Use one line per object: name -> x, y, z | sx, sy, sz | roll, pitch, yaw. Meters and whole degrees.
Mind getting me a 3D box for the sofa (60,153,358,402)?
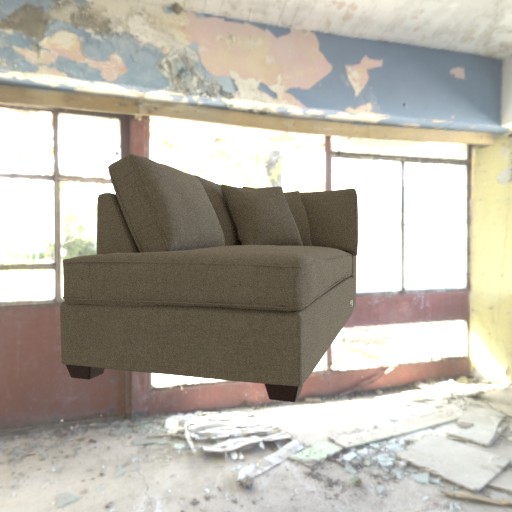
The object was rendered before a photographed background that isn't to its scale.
sofa -> 0.000, 0.000, 2.775 | 1.110, 1.019, 2.238 | 0, 2, 18
